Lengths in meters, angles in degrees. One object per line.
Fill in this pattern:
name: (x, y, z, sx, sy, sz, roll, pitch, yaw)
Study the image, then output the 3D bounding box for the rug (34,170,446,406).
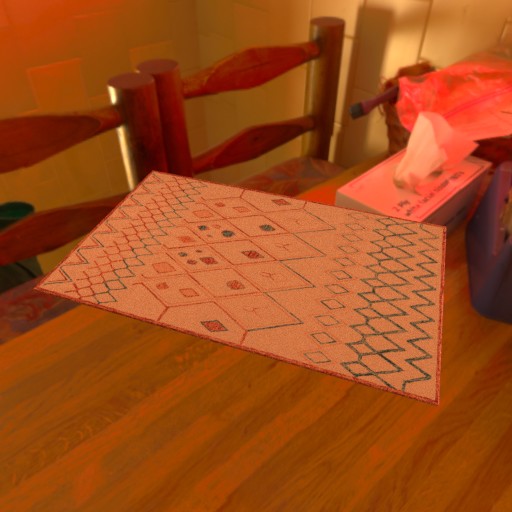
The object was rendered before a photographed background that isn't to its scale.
rug: (0.000, 0.000, 3.026, 2.438, 0.015, 1.524, 13, 43, 14)
